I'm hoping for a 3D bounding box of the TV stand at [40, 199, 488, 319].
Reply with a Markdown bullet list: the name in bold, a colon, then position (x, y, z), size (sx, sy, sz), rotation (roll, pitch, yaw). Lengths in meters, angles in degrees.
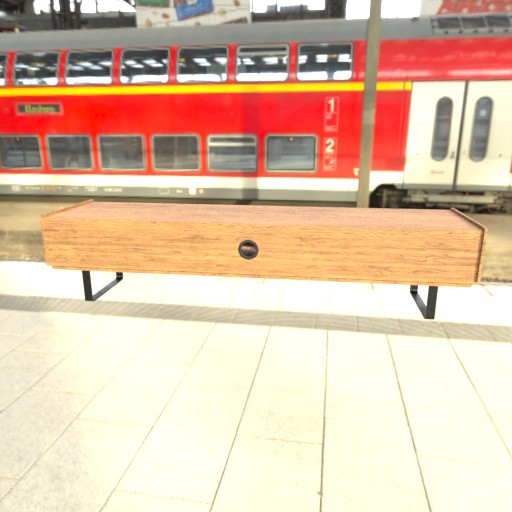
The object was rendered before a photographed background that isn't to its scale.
- **TV stand**: position (0.000, 0.000, 2.035), size (1.796, 0.415, 0.467), rotation (2, 16, 7)
